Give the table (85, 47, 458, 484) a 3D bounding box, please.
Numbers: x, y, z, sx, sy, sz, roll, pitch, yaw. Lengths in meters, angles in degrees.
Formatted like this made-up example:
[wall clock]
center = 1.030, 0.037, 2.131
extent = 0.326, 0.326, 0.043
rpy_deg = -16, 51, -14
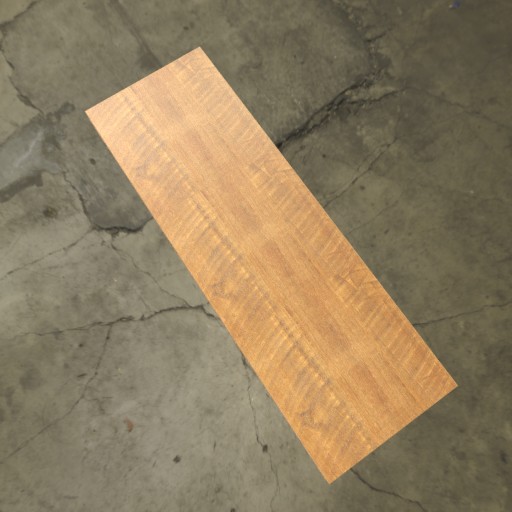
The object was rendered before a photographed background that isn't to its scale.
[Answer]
[table]
center = 0.000, 0.000, 1.734
extent = 0.499, 0.491, 1.499
rpy_deg = -33, 78, -8
